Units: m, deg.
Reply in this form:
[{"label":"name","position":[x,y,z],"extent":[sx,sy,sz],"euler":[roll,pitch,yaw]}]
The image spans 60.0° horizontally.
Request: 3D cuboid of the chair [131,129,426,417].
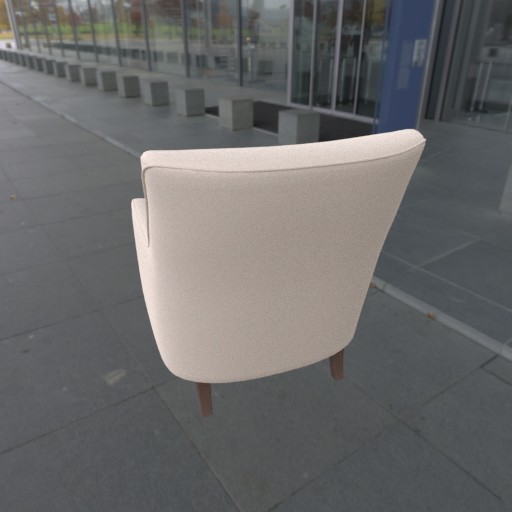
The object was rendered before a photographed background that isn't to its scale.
[{"label":"chair","position":[0.000,0.000,1.535],"extent":[0.756,0.916,0.879],"euler":[-10,29,-18]}]
